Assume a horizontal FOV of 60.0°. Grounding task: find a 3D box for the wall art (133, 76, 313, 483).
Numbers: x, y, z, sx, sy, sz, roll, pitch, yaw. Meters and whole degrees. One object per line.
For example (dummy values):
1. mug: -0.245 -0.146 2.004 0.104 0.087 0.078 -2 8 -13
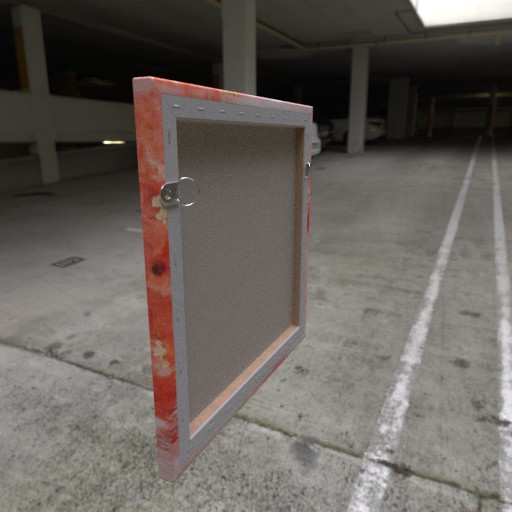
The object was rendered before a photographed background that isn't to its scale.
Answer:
1. wall art: 0.000 0.000 1.097 0.064 0.746 0.747 7 16 25
